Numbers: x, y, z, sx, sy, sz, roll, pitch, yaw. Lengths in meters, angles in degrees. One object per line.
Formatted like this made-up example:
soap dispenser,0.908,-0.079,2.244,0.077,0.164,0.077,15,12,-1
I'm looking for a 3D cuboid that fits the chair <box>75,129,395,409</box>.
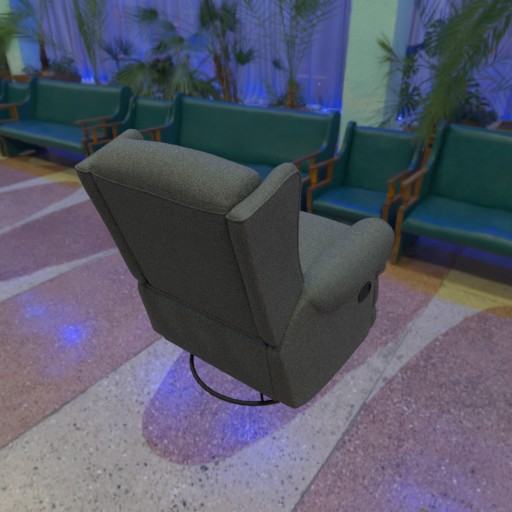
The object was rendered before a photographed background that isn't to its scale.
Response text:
chair,0.000,0.000,1.713,0.847,1.011,0.969,20,35,32
